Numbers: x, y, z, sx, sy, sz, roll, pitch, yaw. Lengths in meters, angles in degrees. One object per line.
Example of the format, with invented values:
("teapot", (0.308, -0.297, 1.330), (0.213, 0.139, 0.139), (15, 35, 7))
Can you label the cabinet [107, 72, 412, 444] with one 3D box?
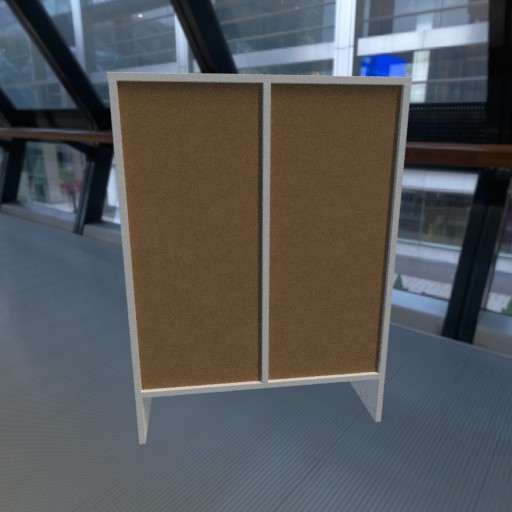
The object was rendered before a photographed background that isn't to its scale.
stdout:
("cabinet", (0.000, 0.000, 1.113), (0.600, 0.815, 0.296), (-2, 16, -8))
